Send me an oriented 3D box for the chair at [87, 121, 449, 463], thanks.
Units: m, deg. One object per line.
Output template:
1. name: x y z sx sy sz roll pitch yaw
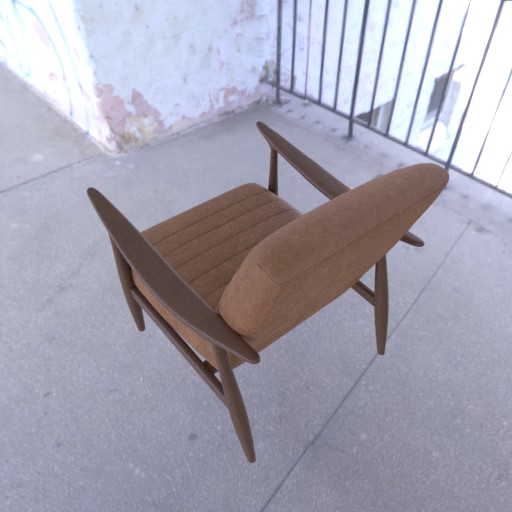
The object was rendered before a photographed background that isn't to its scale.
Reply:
1. chair: 0.000 0.000 1.405 0.741 0.832 0.798 -30 52 -27
